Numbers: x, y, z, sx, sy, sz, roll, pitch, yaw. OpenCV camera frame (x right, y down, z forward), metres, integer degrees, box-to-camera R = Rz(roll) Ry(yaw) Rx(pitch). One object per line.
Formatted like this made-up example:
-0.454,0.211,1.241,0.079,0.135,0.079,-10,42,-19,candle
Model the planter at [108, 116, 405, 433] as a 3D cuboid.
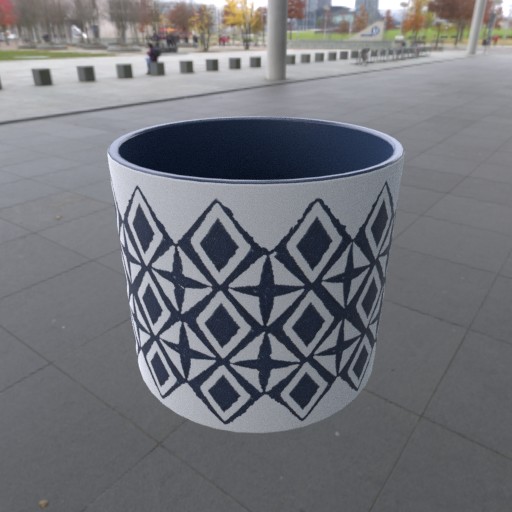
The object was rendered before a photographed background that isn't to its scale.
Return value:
0.000,0.000,0.391,0.224,0.203,0.224,0,27,0,planter
